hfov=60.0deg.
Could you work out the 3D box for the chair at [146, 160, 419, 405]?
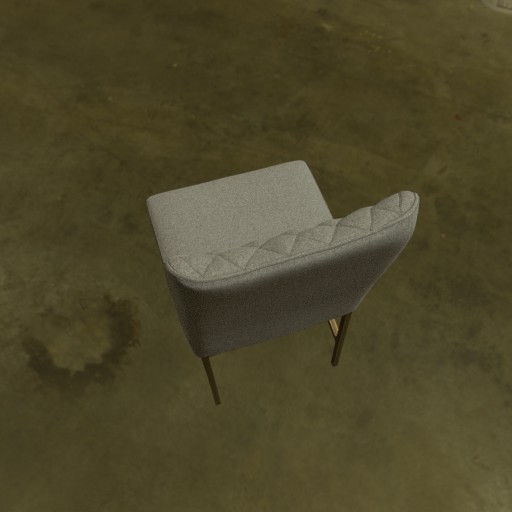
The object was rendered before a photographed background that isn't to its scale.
[{"bbox_3d":[0.000,0.000,1.212,0.508,0.889,0.587,-15,59,-9],"label":"chair"}]
